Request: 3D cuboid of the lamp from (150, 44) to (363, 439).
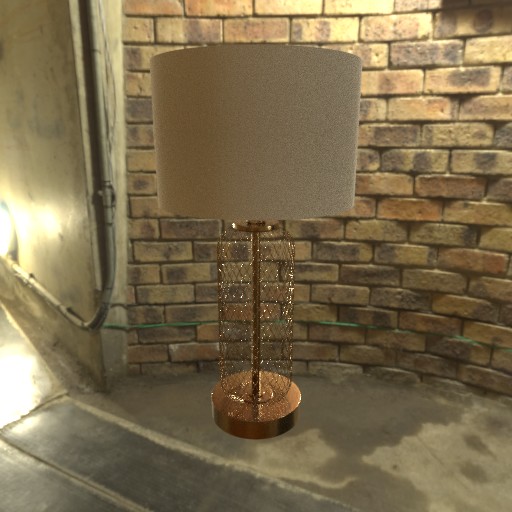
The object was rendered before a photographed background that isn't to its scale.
[{"bbox_3d":[0.000,0.000,0.602,0.252,0.483,0.252,-3,16,-10],"label":"lamp"}]
